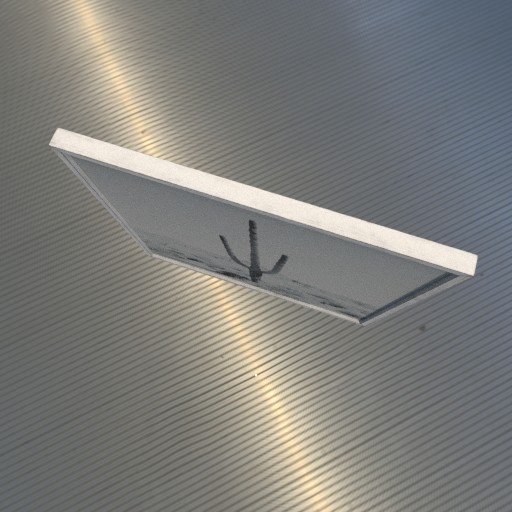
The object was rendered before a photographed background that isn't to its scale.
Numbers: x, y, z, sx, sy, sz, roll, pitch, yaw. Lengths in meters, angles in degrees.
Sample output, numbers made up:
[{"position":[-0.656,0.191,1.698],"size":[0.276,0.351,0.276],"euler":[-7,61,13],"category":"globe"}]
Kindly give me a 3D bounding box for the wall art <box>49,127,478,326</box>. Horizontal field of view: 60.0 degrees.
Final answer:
[{"position":[0.000,0.000,1.126],"size":[0.762,0.762,0.038],"euler":[18,76,5],"category":"wall art"}]
